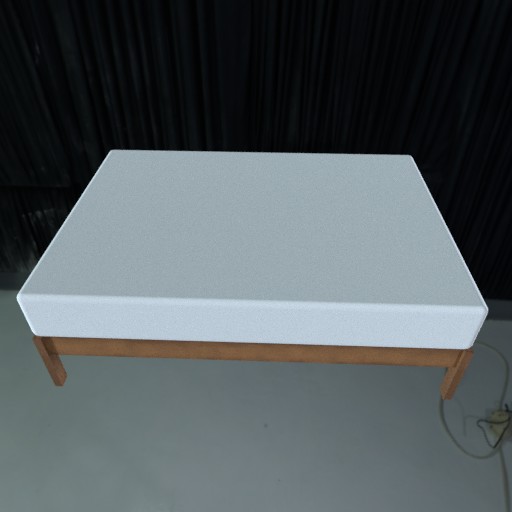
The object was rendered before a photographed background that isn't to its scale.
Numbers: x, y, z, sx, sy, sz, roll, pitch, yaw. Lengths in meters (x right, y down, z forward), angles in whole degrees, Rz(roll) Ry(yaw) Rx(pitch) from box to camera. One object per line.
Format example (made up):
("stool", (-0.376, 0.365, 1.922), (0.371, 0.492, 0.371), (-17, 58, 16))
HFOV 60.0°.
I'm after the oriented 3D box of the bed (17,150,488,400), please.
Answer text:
("bed", (0.000, 0.000, 2.481), (1.927, 0.616, 1.348), (1, 40, 2))
